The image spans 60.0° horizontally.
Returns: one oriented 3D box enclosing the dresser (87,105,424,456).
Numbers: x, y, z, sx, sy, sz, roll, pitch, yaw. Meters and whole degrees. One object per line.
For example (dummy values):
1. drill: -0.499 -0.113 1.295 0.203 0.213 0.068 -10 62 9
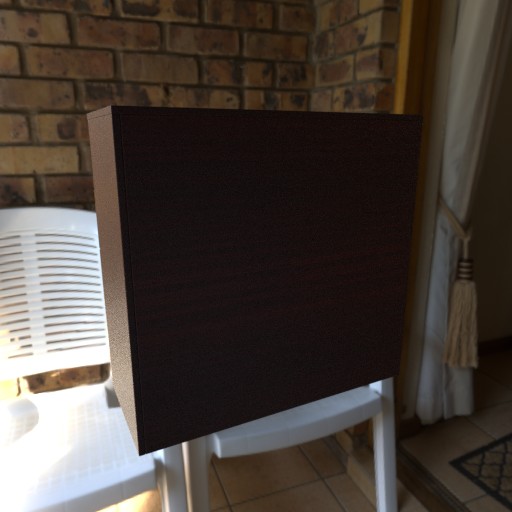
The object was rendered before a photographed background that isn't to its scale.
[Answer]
1. dresser: 0.000 0.000 1.182 0.750 0.720 0.360 -8 17 -26
